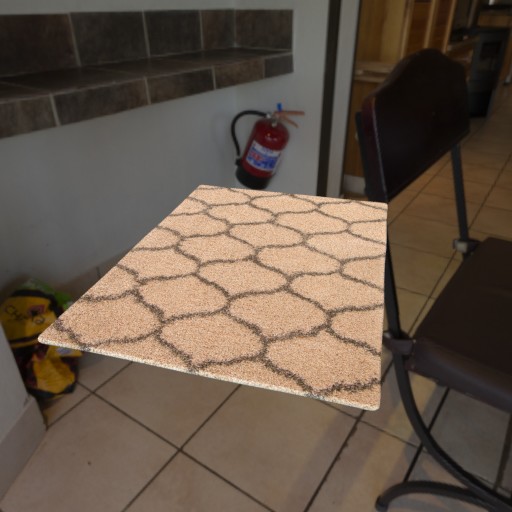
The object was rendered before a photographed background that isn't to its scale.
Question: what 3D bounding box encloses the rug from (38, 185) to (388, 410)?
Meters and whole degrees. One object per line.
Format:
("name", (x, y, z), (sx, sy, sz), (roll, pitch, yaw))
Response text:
("rug", (0.000, 0.000, 2.123), (1.200, 0.025, 1.600), (8, 31, 13))
